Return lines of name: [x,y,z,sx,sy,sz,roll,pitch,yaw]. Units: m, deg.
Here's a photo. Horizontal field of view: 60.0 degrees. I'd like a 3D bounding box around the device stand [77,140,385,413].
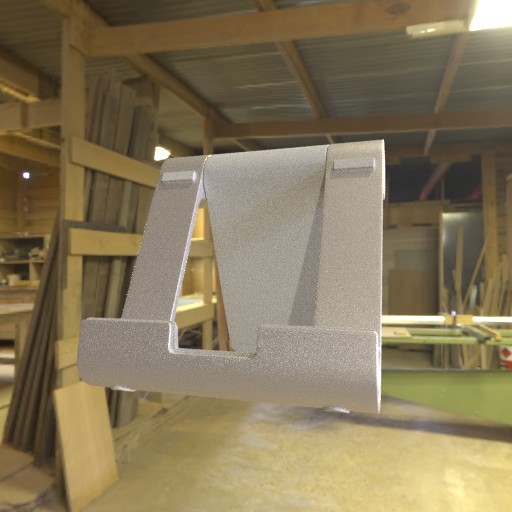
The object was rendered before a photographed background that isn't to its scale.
device stand: [0.000,0.000,0.156,0.086,0.084,0.079,-1,-2,18]
